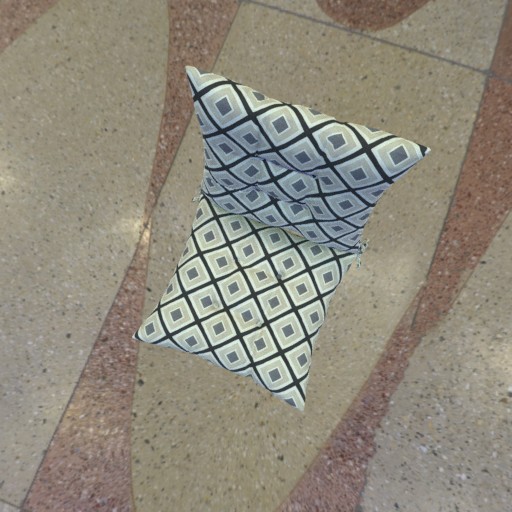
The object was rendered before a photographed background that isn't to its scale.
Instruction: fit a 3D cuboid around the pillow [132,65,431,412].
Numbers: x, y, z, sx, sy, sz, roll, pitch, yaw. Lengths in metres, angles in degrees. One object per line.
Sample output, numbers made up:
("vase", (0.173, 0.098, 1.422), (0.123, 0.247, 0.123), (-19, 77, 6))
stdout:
("pillow", (0.000, 0.000, 1.048), (0.541, 0.536, 0.585), (21, 76, 6))
